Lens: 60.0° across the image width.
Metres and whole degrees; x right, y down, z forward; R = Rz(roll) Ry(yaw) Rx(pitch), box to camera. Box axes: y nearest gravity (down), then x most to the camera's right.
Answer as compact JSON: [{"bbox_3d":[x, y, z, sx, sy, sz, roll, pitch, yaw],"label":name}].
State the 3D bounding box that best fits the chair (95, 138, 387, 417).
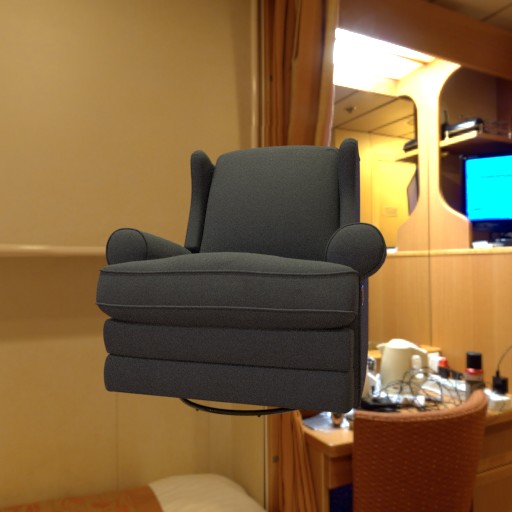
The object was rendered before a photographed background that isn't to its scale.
[{"bbox_3d":[0.000,0.000,1.712,0.971,1.020,0.877,0,-1,17],"label":"chair"}]
